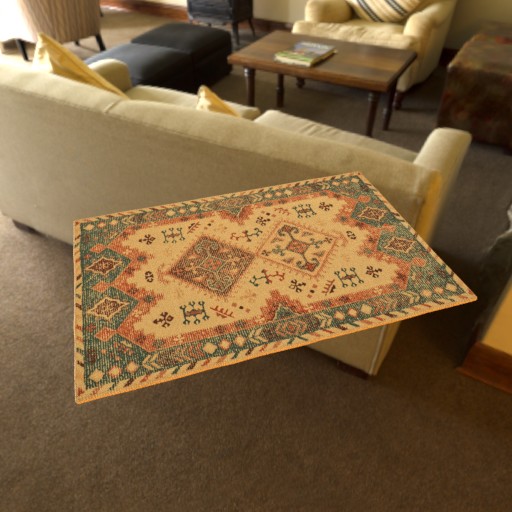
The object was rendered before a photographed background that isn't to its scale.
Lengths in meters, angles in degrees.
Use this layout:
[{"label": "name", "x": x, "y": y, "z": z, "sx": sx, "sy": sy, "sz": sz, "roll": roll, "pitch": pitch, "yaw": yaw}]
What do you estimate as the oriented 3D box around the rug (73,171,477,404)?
[{"label": "rug", "x": 0.000, "y": 0.000, "z": 2.338, "sx": 1.840, "sy": 0.015, "sz": 1.225, "roll": -12, "pitch": 43, "yaw": -13}]
